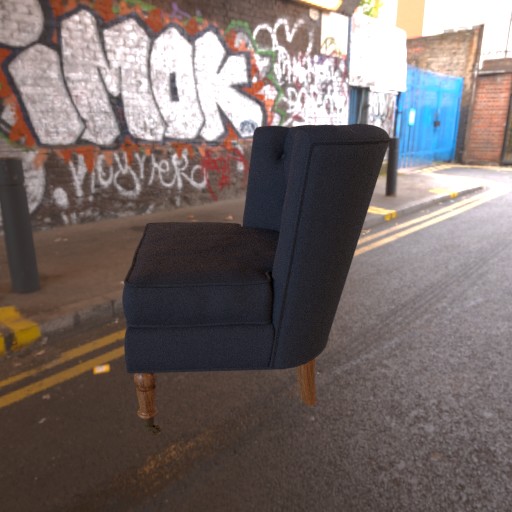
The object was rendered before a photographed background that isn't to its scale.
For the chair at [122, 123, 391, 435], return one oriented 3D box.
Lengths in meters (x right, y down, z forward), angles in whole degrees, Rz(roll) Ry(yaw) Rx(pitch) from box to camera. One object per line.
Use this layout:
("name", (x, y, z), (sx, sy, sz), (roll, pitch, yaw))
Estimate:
("chair", (0.000, 0.000, 1.352), (0.718, 0.771, 0.740), (-2, 16, -8))
